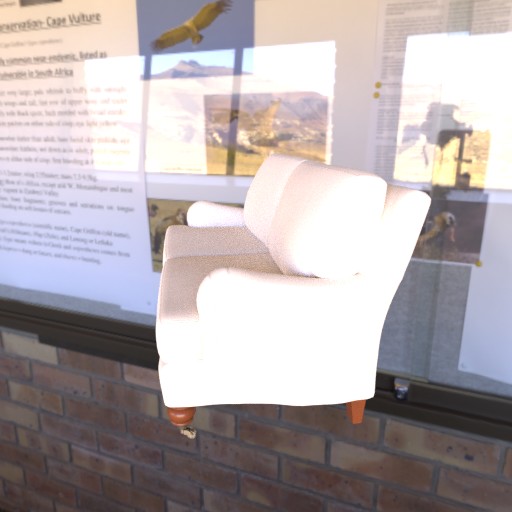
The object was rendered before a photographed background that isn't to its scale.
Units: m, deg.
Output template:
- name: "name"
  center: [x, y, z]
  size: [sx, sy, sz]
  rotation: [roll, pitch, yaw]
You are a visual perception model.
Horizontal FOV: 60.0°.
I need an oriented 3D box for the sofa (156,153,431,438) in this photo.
- name: "sofa"
  center: [0.000, 0.000, 2.575]
  size: [1.084, 1.101, 1.853]
  rotation: [-3, 16, -9]
